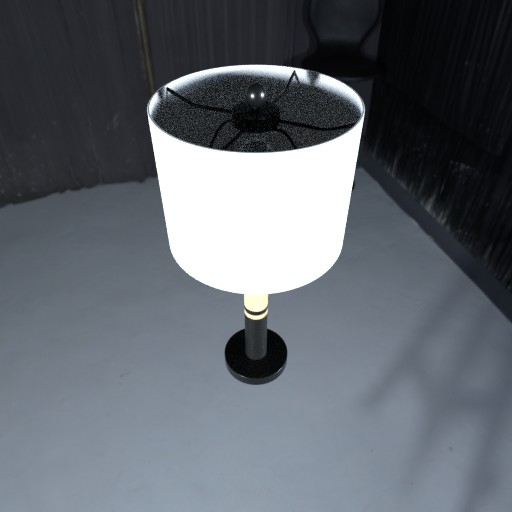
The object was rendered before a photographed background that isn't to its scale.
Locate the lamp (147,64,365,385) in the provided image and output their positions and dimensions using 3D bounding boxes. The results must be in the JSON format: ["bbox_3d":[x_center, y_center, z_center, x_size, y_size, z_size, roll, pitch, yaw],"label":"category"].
[{"bbox_3d":[0.000,0.000,0.827,0.305,0.640,0.305,-12,43,-13],"label":"lamp"}]
